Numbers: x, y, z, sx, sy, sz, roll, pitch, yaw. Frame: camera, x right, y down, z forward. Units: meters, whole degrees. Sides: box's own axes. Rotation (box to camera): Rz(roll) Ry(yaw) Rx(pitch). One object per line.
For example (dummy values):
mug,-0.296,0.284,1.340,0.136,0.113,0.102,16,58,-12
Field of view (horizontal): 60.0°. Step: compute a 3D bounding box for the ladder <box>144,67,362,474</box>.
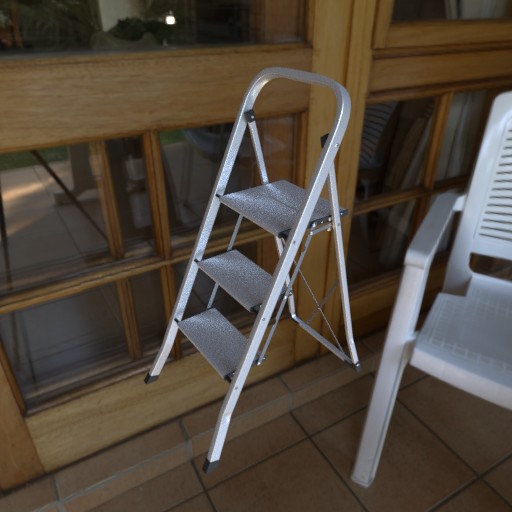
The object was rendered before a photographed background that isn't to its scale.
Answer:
ladder,0.000,0.000,1.403,0.704,1.070,0.465,-20,36,-30
